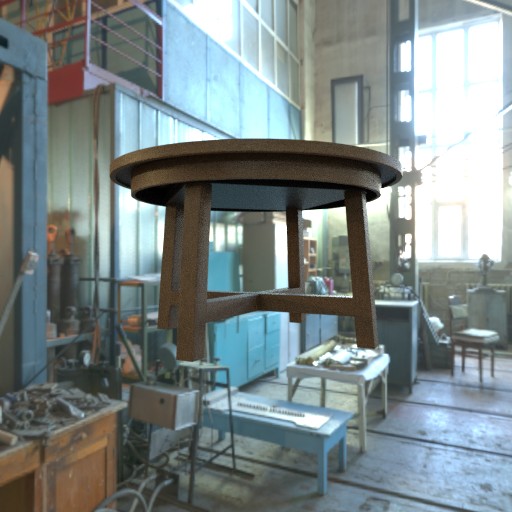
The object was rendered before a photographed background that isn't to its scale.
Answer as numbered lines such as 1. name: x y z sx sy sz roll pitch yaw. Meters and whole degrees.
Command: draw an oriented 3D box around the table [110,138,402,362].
1. table: 0.000 0.000 2.101 1.319 0.762 1.319 0 0 0
